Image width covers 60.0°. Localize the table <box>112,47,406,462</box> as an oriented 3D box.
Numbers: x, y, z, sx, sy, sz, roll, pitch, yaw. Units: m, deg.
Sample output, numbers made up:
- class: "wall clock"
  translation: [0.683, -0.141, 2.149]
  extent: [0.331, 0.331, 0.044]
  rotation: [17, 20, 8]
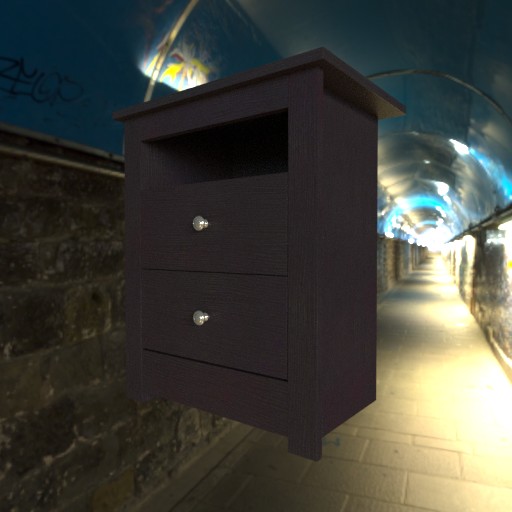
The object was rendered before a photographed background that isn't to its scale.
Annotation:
- class: "table"
  translation: [0.000, 0.000, 1.081]
  extent: [0.589, 0.711, 0.408]
  rotation: [1, 2, 38]
